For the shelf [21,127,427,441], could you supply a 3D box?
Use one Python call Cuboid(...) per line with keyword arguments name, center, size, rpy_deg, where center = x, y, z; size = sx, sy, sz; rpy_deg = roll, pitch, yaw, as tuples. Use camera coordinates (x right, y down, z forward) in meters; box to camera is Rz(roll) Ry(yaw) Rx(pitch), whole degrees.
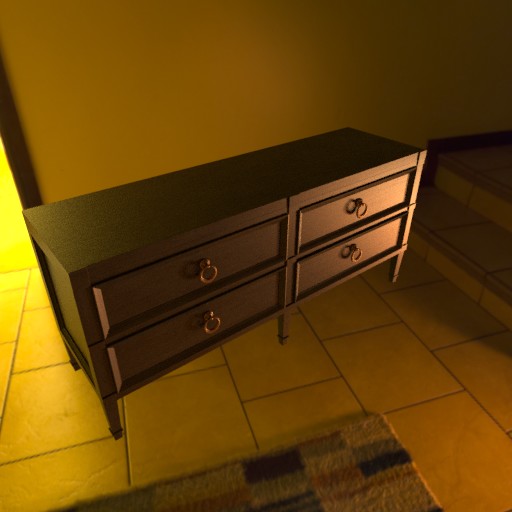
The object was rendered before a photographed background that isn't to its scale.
Cuboid(name="shelf", center=(0.000, 0.000, 1.890), size=(1.575, 0.719, 0.479), rpy_deg=(-22, 38, -32))
